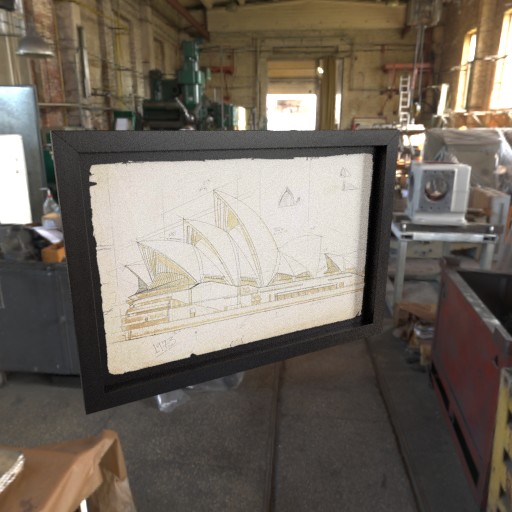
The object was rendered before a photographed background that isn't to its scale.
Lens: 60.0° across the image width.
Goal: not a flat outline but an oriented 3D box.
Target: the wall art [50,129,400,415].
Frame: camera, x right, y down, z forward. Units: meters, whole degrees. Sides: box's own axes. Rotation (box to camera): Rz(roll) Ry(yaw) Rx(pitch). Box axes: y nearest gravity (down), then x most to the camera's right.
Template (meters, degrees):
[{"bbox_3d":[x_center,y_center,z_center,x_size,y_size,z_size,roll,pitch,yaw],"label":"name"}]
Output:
[{"bbox_3d":[0.000,0.000,0.837,0.657,0.458,0.027,-8,18,-27],"label":"wall art"}]
